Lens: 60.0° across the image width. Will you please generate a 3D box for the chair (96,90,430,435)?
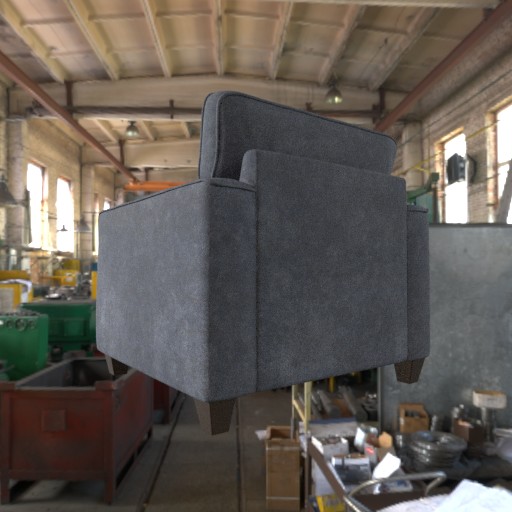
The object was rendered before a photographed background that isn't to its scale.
[{"bbox_3d":[0.000,0.000,1.771,1.015,0.965,0.939,1,-2,-36],"label":"chair"}]
